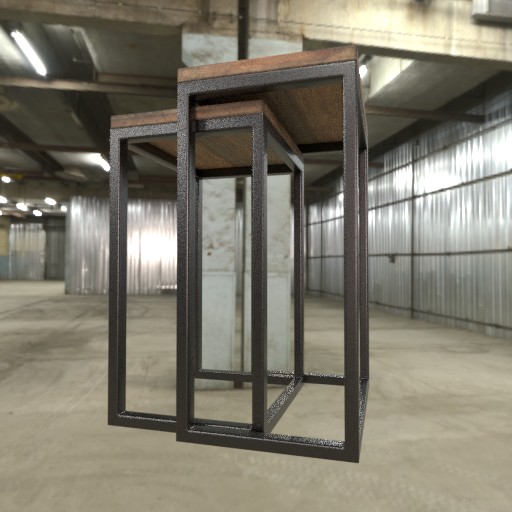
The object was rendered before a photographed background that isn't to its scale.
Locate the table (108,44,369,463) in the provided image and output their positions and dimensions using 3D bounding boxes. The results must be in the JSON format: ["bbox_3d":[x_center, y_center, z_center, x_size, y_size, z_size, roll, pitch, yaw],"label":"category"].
[{"bbox_3d":[0.000,0.000,0.927,0.460,0.615,0.456,-1,-2,19],"label":"table"}]
